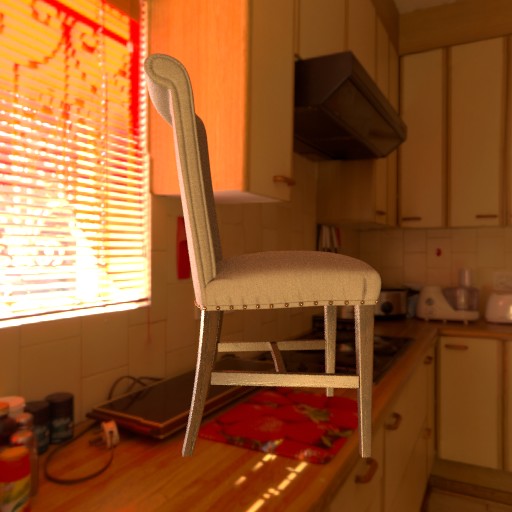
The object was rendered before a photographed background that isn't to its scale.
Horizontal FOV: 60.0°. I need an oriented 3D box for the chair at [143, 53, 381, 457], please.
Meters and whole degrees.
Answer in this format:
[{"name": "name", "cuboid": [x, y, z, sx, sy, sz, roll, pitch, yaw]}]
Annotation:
[{"name": "chair", "cuboid": [0.000, 0.000, 1.322, 0.608, 0.988, 0.513, 0, 1, -2]}]
